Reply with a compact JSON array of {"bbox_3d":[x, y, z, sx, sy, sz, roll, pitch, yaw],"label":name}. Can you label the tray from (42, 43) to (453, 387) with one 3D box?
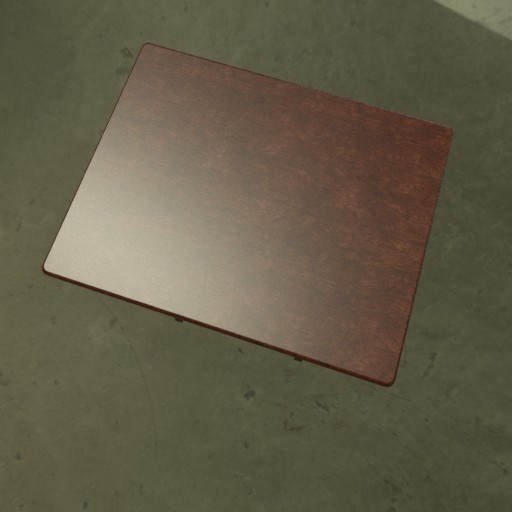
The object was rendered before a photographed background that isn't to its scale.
[{"bbox_3d":[0.000,0.000,0.932,0.483,0.660,0.381,17,76,4],"label":"tray"}]
